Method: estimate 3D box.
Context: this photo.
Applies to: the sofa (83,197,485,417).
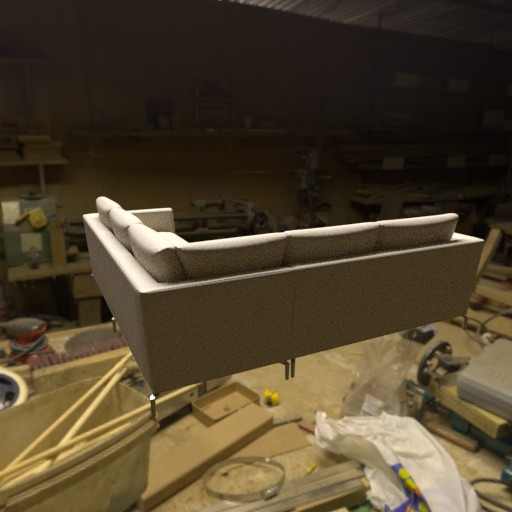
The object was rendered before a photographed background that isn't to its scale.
[{"bbox_3d":[0.000,0.000,3.695,2.430,0.867,2.448,-7,17,-26],"label":"sofa"}]
